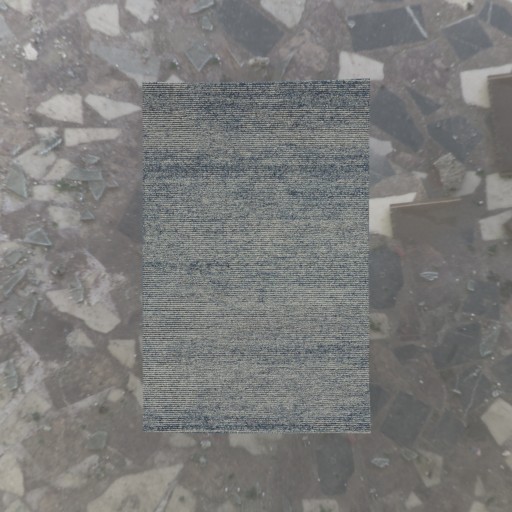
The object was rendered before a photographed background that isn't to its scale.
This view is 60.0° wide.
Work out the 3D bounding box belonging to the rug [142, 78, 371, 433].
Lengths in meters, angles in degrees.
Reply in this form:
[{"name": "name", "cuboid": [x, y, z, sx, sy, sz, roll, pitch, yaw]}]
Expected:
[{"name": "rug", "cuboid": [0.000, 0.000, 2.219, 1.145, 0.021, 1.777, 0, 90, 1]}]
